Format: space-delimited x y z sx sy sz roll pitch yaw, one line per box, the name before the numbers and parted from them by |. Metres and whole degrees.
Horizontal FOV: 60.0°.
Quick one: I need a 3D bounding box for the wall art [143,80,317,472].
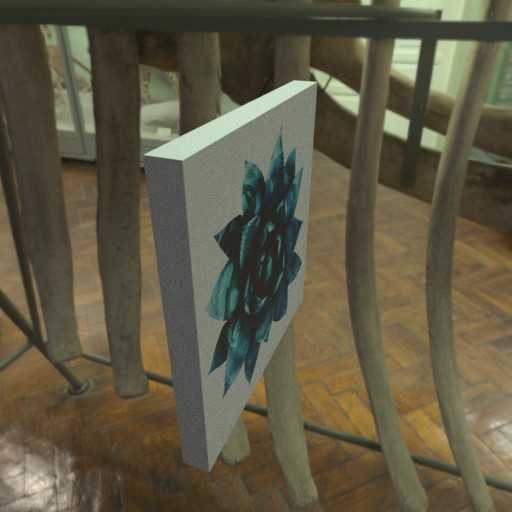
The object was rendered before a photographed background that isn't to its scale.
wall art | 0.000 0.000 0.626 0.038 0.406 0.406 12 32 19
